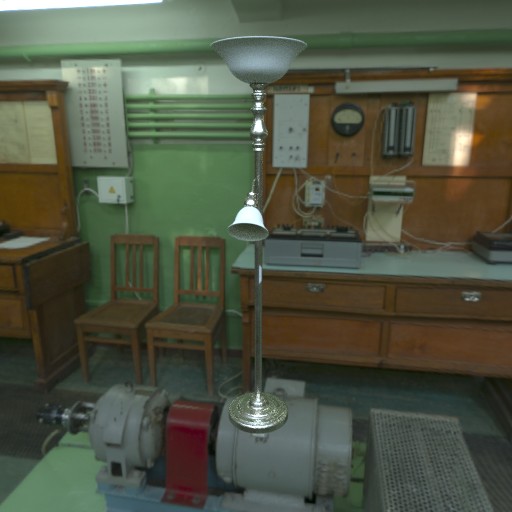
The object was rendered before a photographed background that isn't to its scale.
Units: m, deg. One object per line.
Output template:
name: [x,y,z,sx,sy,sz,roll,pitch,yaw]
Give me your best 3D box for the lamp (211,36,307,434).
lamp: [0.000,0.000,2.024,0.405,1.785,0.575,2,16,8]
